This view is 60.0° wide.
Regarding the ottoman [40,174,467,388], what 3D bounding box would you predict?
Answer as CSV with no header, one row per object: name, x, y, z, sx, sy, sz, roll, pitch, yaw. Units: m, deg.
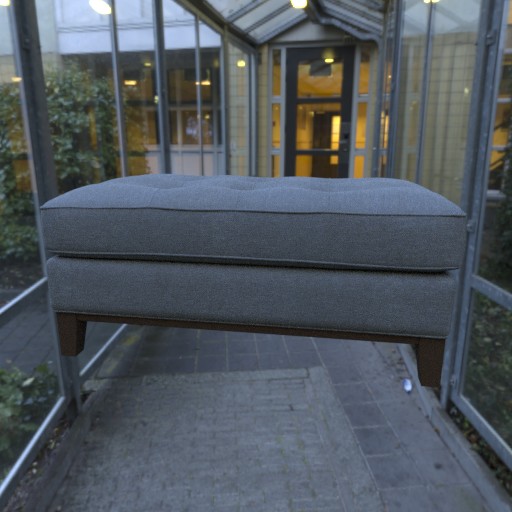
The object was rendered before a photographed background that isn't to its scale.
ottoman,0.000,0.000,1.473,1.143,0.514,0.648,2,15,9
